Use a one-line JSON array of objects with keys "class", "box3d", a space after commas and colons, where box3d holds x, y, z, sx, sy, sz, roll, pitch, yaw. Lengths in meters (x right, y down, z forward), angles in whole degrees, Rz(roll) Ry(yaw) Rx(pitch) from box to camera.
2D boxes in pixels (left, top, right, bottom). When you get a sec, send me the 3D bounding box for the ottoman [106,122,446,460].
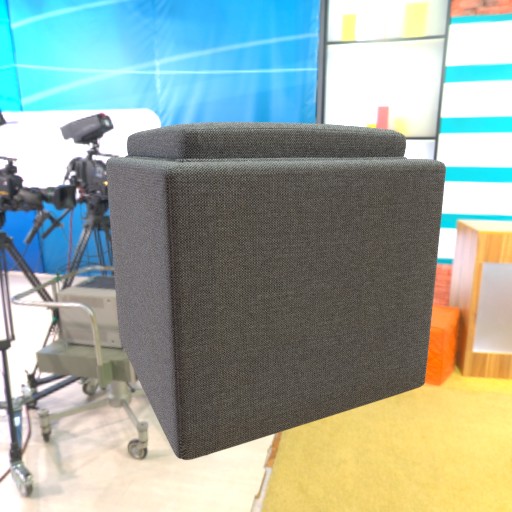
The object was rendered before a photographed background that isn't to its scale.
[{"class": "ottoman", "box3d": [0.000, 0.000, 0.819, 0.450, 0.460, 0.450, -7, 15, -26]}]
